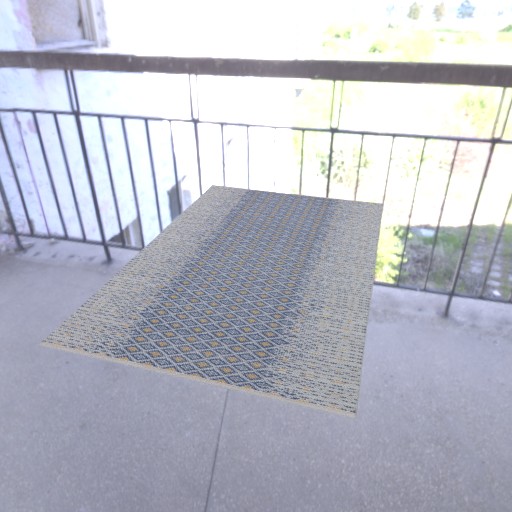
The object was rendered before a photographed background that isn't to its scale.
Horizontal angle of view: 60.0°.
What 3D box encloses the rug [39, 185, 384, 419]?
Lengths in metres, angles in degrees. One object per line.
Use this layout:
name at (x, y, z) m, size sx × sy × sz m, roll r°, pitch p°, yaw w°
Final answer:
rug at (0.000, 0.000, 2.332) m, size 1.219 × 0.005 × 1.828 m, roll 9°, pitch 31°, yaw 15°
